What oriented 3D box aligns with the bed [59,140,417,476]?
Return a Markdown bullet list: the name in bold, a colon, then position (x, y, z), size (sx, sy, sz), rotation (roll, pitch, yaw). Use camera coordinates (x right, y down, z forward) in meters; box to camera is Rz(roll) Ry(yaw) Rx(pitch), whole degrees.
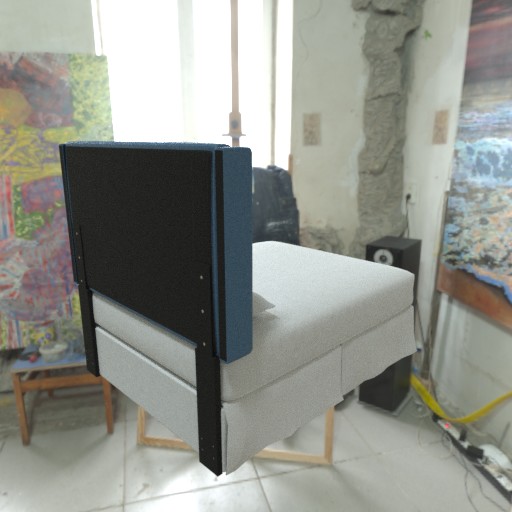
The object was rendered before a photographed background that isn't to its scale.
- **bed**: position (0.000, 0.000, 3.298), size (2.078, 1.665, 1.719), rotation (-14, 20, -43)
